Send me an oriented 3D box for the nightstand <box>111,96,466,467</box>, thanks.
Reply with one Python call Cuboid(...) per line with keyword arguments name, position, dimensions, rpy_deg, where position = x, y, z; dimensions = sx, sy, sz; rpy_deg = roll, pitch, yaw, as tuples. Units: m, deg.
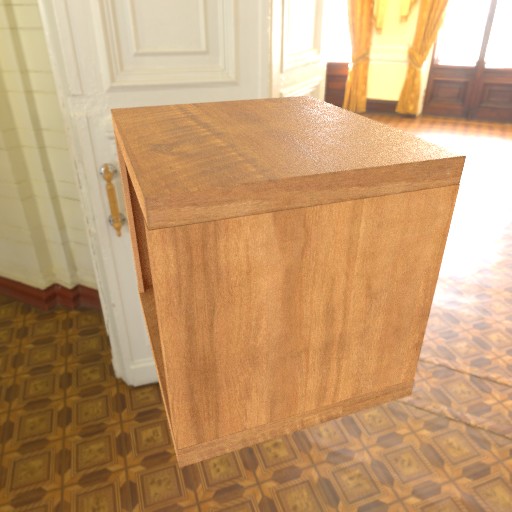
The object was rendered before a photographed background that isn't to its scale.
Cuboid(name="nightstand", position=(0.000, 0.000, 0.858), dimensions=(0.436, 0.491, 0.493), rpy_deg=(-10, 31, -17))
